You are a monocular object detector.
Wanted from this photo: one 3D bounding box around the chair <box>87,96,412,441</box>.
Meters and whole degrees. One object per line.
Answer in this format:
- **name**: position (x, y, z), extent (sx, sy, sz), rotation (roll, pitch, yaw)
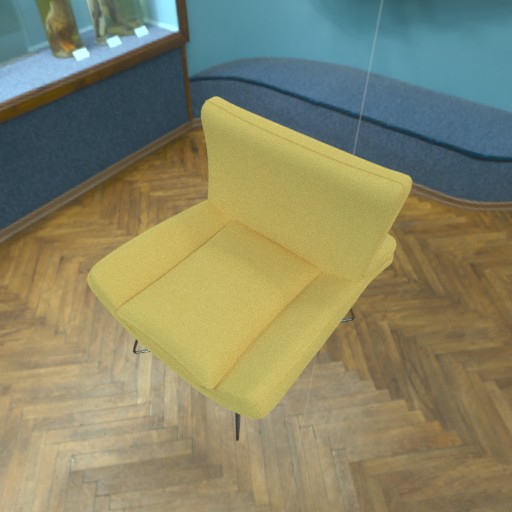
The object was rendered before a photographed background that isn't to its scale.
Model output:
- **chair**: position (0.000, 0.000, 1.710), extent (0.859, 0.855, 1.008), rotation (31, 54, 26)
